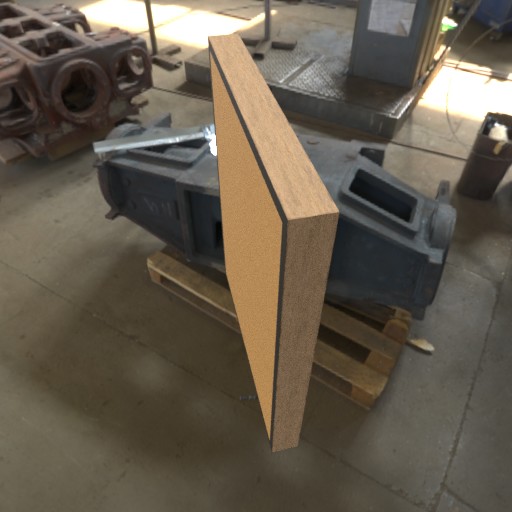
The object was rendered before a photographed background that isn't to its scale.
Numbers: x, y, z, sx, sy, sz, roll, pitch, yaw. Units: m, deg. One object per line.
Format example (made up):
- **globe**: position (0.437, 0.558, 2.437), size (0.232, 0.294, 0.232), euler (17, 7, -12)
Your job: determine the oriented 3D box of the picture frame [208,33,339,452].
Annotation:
- **picture frame**: position (0.000, 0.000, 0.708), size (0.046, 0.526, 0.421), euler (-10, 47, -9)
